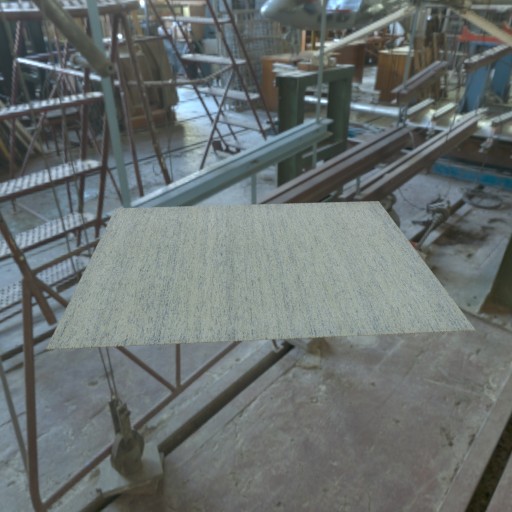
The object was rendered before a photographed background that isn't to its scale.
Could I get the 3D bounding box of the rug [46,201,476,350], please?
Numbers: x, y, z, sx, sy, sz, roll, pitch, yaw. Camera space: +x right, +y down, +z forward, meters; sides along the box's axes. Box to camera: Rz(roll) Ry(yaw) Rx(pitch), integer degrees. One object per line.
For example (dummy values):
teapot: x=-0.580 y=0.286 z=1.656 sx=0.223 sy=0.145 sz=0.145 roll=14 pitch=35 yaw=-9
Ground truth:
rug: x=0.000 y=0.000 z=4.336 sx=3.197 sy=0.006 sz=2.438 roll=-2 pitch=31 yaw=-3
